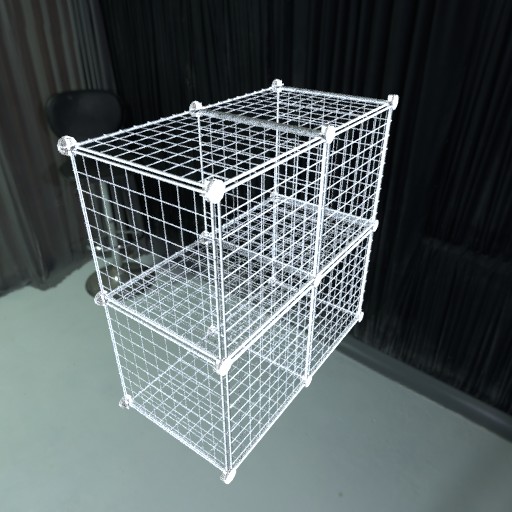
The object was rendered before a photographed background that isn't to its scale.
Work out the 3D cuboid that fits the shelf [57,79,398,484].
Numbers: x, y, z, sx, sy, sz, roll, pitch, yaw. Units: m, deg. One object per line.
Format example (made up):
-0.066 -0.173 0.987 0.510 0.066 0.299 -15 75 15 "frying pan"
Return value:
0.000 0.000 1.123 0.356 0.711 0.711 21 37 30 "shelf"
